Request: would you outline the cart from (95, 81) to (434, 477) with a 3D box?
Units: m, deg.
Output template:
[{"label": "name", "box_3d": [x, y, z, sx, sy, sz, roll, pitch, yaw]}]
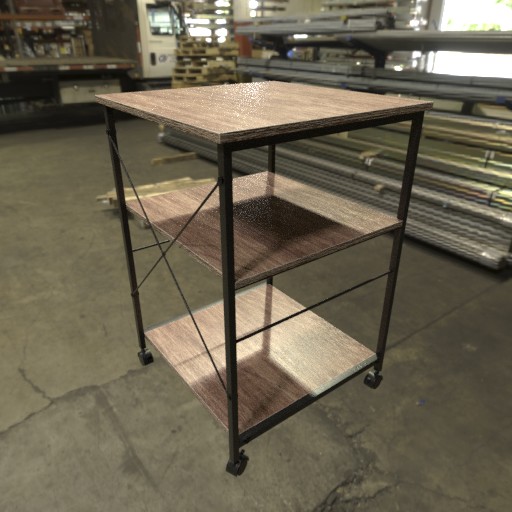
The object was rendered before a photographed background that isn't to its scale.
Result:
[{"label": "cart", "box_3d": [0.000, 0.000, 1.127, 0.520, 0.762, 0.521, -19, 32, -32]}]
